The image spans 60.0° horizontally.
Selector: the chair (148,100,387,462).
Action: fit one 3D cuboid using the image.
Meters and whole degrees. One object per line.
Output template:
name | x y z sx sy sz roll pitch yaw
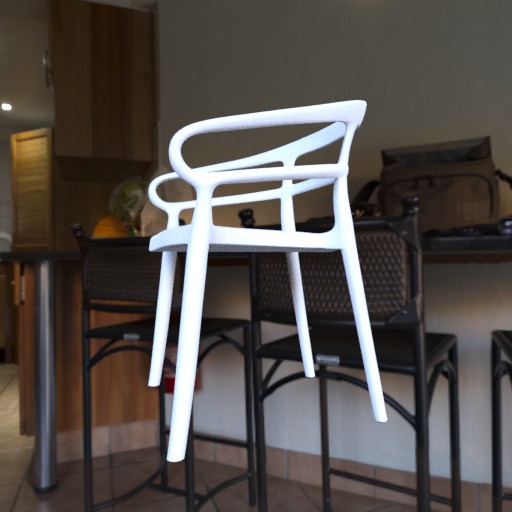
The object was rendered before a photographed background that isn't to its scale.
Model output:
chair | 0.000 0.000 1.129 0.527 0.761 0.559 0 0 -18
